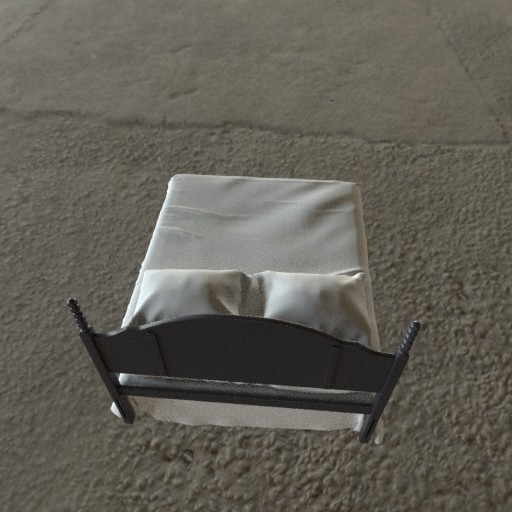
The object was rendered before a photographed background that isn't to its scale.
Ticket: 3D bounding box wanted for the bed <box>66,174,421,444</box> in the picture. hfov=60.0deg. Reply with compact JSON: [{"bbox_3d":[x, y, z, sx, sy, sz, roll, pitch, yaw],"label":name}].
[{"bbox_3d":[0.000,0.000,3.201,1.873,1.356,2.040,3,47,3],"label":"bed"}]
